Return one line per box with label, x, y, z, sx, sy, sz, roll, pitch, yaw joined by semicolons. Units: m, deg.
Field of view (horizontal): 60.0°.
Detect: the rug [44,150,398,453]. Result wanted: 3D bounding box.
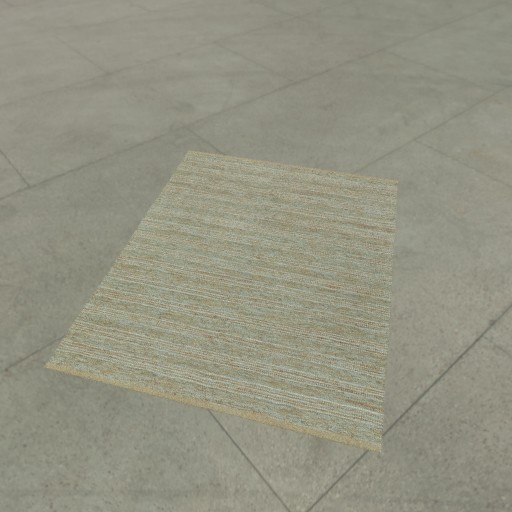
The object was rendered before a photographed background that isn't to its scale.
rug;0.000;0.000;4.096;2.471;0.012;3.034;11;47;10
